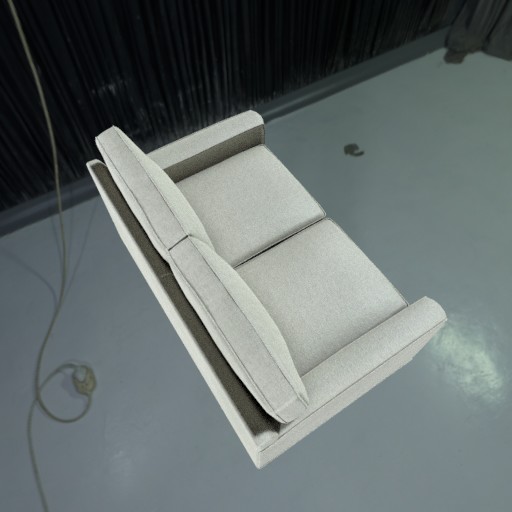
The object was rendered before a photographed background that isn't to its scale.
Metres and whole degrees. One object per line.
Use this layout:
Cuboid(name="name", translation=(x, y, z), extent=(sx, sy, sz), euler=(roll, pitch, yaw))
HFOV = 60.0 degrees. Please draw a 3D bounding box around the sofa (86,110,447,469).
Cuboid(name="sofa", translation=(0.000, 0.000, 2.088), extent=(0.940, 0.853, 1.484), euler=(-29, 63, -16))
